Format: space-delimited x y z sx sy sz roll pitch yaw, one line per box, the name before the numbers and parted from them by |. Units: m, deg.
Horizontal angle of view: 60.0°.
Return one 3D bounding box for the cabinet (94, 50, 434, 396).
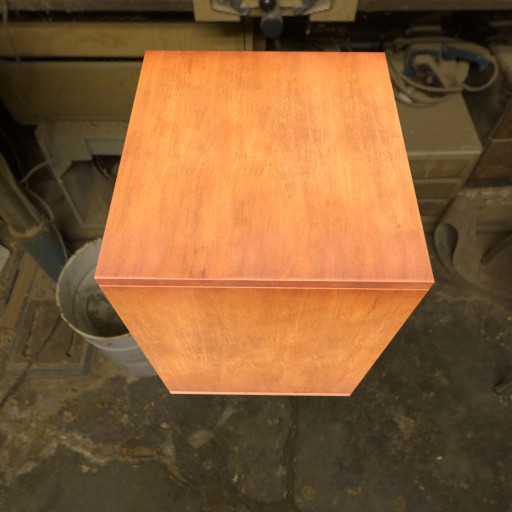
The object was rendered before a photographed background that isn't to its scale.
cabinet | 0.000 0.000 0.845 0.401 0.579 0.409 1 59 0
